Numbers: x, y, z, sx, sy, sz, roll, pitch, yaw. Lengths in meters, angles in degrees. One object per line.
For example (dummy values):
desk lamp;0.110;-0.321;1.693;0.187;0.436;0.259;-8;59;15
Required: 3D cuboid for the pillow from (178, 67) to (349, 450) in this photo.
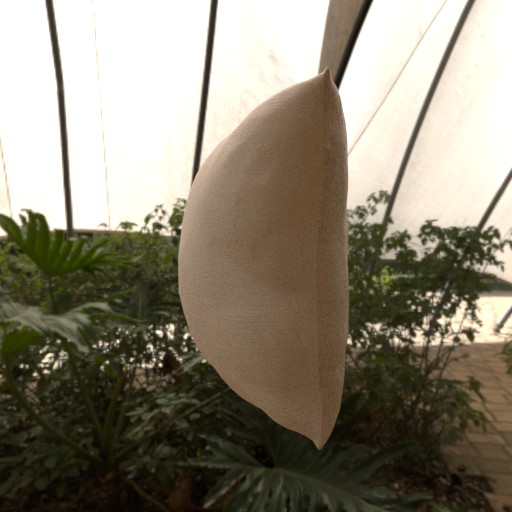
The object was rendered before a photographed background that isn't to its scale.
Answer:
pillow;0.000;0.000;0.722;0.245;0.448;0.450;0;0;-17
